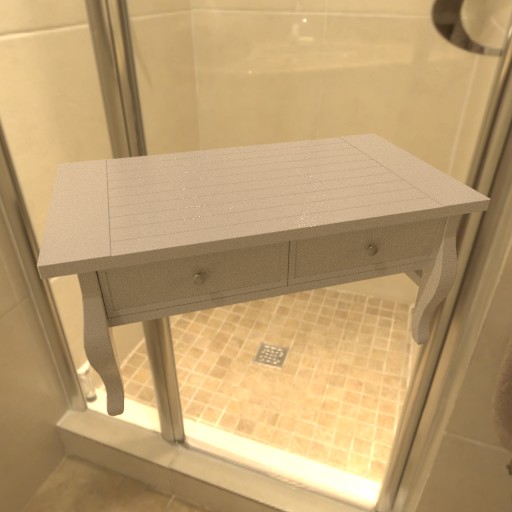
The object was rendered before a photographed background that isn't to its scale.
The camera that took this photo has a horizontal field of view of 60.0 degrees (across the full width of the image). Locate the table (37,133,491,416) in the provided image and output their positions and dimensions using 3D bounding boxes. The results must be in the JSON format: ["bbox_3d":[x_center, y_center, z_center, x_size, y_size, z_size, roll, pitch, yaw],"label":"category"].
[{"bbox_3d":[0.000,0.000,1.355,1.062,0.495,0.600,-9,33,-14],"label":"table"}]
